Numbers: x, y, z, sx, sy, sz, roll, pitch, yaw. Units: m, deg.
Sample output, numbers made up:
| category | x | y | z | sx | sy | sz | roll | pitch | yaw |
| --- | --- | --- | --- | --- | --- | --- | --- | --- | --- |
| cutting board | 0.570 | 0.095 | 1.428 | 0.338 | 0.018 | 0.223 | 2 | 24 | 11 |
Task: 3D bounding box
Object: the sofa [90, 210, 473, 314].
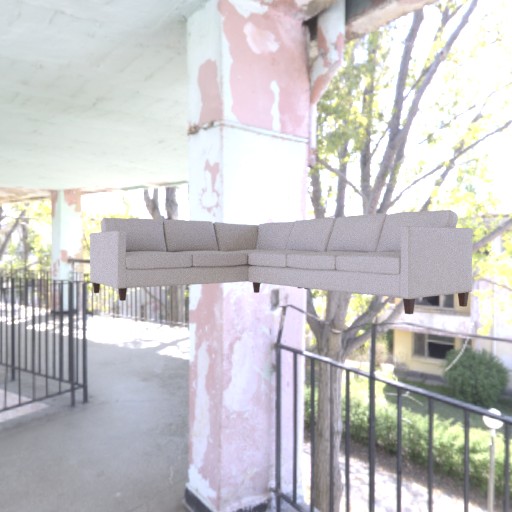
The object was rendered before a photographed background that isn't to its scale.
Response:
| category | x | y | z | sx | sy | sz | roll | pitch | yaw |
| --- | --- | --- | --- | --- | --- | --- | --- | --- | --- |
| sofa | 0.000 | 0.000 | 4.468 | 2.432 | 0.863 | 3.182 | -1 | 1 | -35 |
